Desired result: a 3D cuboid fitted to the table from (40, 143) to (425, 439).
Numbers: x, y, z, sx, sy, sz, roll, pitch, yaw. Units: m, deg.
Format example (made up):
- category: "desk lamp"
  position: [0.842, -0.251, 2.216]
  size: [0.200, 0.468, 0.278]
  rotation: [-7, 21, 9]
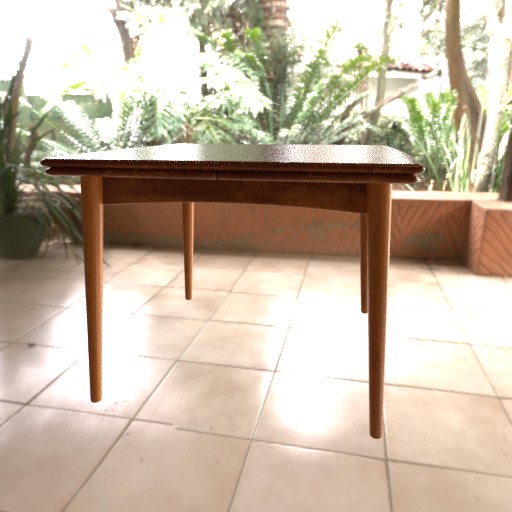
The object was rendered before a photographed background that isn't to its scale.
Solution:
- category: "table"
  position: [0.000, 0.000, 1.622]
  size: [0.991, 0.754, 0.991]
  rotation: [3, 17, 11]
